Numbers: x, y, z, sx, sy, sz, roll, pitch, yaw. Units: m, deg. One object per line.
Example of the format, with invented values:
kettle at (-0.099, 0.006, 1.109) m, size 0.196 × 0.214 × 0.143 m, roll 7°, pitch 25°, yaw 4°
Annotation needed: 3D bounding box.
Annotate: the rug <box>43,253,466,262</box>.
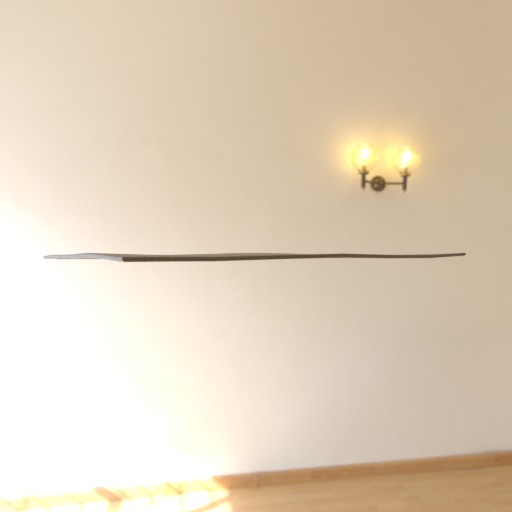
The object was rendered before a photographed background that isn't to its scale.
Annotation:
rug at (0.000, 0.000, 2.317) m, size 1.829 × 0.034 × 1.252 m, roll 0°, pitch 0°, yaw -35°
